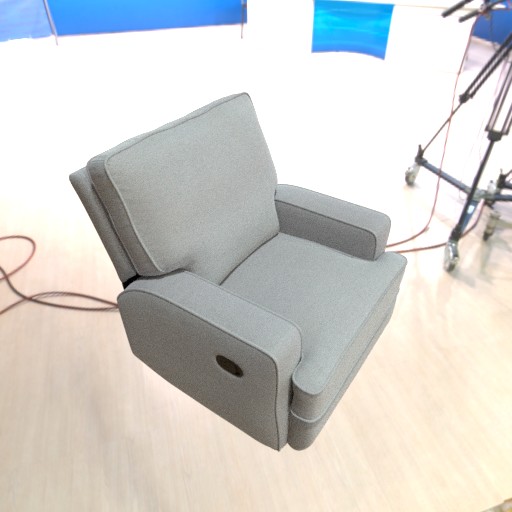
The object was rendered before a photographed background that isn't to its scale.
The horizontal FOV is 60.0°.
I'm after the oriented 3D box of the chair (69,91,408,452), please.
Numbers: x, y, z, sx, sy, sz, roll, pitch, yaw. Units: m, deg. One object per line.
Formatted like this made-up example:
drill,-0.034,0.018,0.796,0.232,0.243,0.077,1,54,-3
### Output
chair,0.000,0.000,1.670,0.969,0.964,0.861,24,45,26
